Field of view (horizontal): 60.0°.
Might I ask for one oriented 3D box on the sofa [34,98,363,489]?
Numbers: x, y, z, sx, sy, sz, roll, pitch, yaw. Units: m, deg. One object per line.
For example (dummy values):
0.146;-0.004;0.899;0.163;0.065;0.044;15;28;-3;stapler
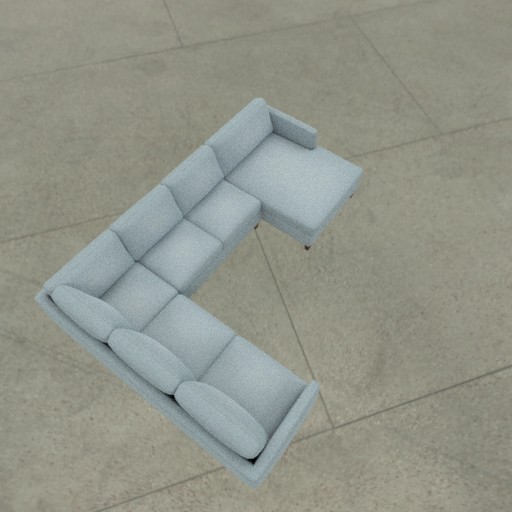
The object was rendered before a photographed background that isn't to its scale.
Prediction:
0.000;0.000;4.512;2.551;0.889;3.403;32;63;18;sofa
